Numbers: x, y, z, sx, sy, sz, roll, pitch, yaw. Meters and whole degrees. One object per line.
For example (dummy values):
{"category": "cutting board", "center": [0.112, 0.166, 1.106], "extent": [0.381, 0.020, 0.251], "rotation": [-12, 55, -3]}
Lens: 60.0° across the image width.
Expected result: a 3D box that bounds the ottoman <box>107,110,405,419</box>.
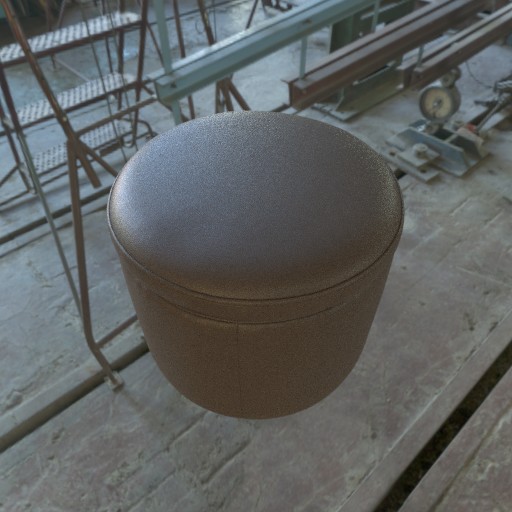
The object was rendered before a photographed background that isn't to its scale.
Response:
{"category": "ottoman", "center": [0.000, 0.000, 0.875], "extent": [0.500, 0.409, 0.500], "rotation": [0, 47, 0]}
